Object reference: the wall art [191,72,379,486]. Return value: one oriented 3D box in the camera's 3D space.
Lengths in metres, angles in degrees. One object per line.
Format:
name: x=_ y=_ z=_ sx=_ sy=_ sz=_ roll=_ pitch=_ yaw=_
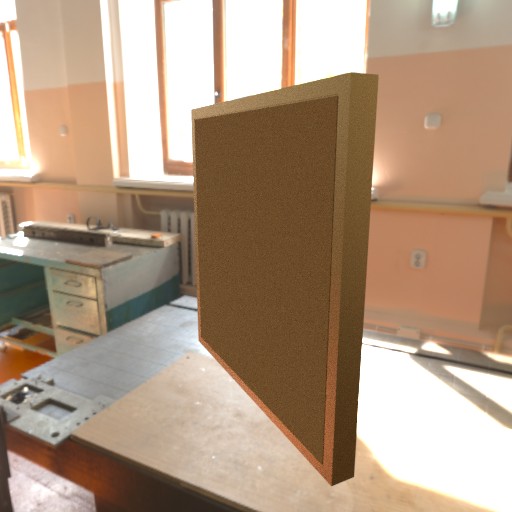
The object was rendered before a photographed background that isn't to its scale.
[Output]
wall art: x=0.000 y=0.000 z=1.894 sx=0.095 sy=1.284 sz=1.284 roll=-7 pitch=15 yaw=-26
